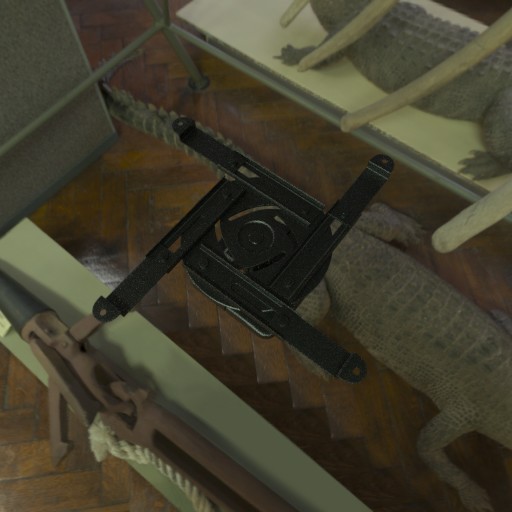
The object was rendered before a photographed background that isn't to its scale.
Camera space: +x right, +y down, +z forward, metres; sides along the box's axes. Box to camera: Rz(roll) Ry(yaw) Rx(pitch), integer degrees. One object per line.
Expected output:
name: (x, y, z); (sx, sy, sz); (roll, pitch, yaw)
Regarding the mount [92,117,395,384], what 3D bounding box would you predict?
mount: (0.000, 0.000, 0.600); (0.394, 0.141, 0.394); (35, 69, 16)
